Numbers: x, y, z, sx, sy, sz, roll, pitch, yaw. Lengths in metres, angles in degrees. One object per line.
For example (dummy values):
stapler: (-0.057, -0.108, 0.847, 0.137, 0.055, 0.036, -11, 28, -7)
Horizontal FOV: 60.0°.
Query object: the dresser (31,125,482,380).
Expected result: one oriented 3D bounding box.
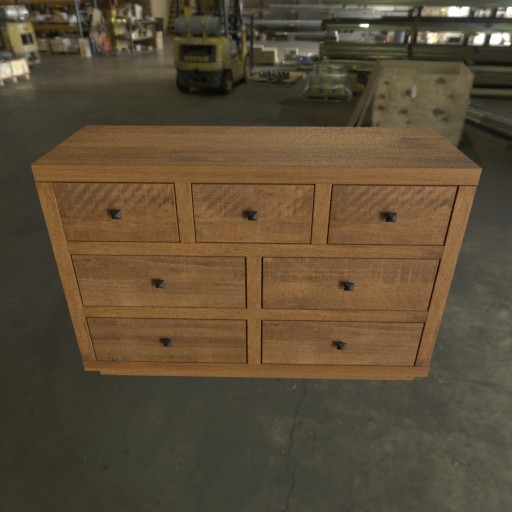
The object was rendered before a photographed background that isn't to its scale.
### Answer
dresser: (0.000, 0.000, 1.625, 1.261, 0.825, 0.479, 1, 30, 1)
